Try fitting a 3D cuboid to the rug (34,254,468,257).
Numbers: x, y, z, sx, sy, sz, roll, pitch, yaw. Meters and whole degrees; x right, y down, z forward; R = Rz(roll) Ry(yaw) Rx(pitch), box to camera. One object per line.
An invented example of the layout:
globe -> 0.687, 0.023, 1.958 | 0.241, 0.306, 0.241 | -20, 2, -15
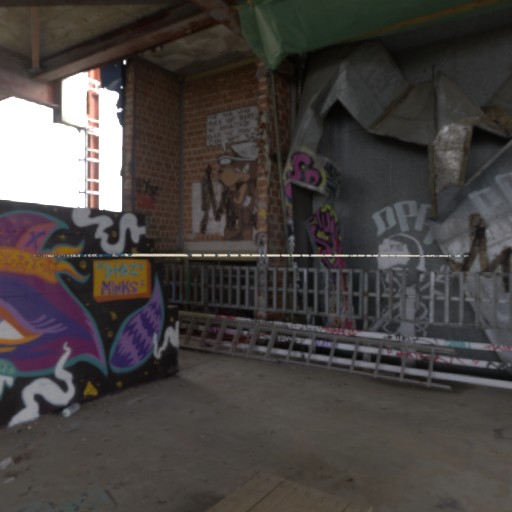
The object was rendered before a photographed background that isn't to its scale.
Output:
rug -> 0.000, 0.000, 2.237 | 1.828, 0.007, 1.220 | 0, 0, -36
